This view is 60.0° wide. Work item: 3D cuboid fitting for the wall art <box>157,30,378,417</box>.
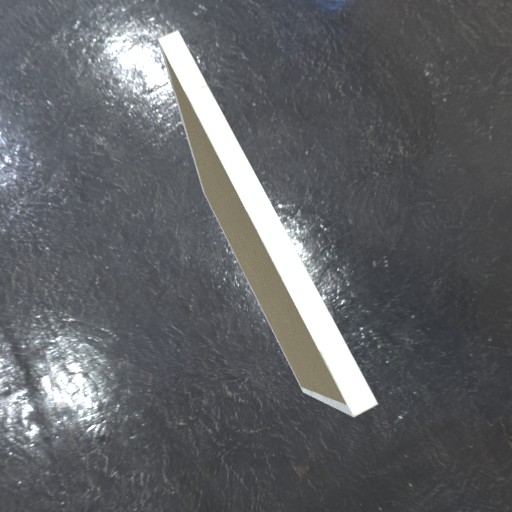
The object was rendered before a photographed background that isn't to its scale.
[{"bbox_3d":[0.000,0.000,0.754,0.029,0.506,0.508,-26,77,-6],"label":"wall art"}]
